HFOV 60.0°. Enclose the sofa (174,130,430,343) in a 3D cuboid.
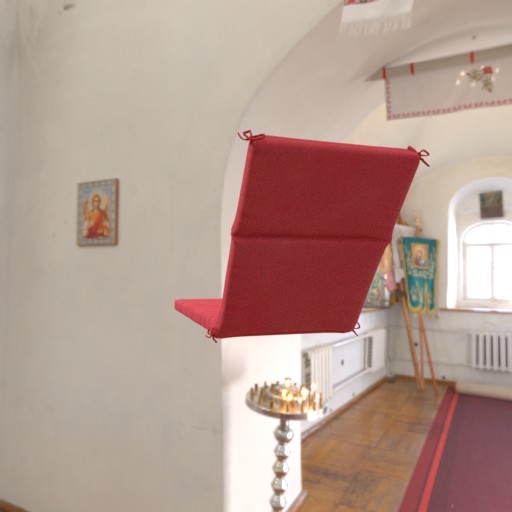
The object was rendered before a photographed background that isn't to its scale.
[{"bbox_3d":[0.000,0.000,1.977,0.582,0.622,1.663,1,-2,-18],"label":"sofa"}]
